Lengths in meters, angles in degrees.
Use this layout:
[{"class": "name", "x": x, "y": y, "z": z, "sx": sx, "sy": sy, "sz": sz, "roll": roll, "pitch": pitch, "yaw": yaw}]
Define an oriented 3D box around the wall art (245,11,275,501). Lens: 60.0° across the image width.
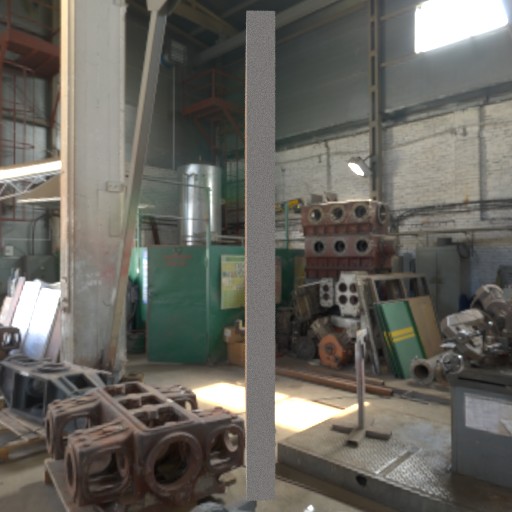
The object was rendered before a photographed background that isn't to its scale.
[{"class": "wall art", "x": 0.000, "y": 0.000, "z": 0.534, "sx": 0.025, "sy": 0.428, "sz": 0.293, "roll": 0, "pitch": -1, "yaw": -2}]
